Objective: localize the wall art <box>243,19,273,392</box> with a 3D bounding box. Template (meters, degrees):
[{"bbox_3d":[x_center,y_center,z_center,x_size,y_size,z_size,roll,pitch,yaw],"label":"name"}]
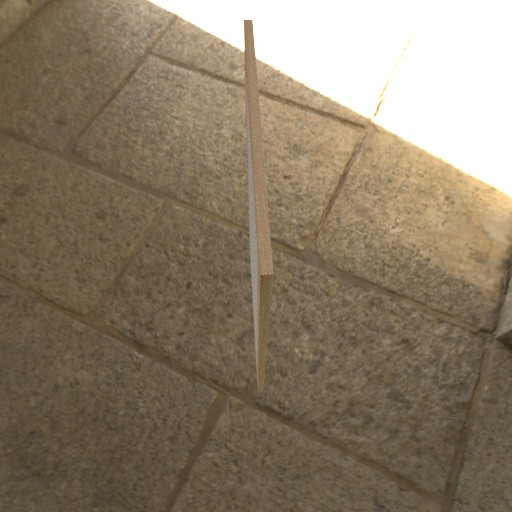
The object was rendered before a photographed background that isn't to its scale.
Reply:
[{"bbox_3d":[0.000,0.000,0.825,0.013,0.683,0.381,-3,64,-1],"label":"wall art"}]
